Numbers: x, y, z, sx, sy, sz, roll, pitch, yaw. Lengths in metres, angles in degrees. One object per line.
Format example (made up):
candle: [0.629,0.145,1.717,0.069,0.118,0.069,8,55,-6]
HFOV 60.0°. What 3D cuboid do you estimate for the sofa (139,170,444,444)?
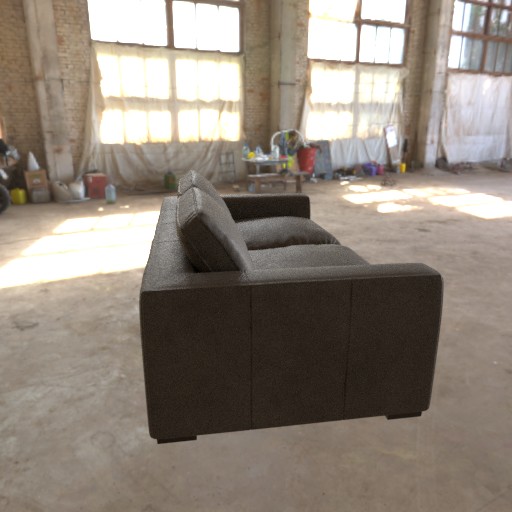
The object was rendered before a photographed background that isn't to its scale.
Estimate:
sofa: [0.000,0.000,2.394,1.070,0.800,1.920,-3,17,-9]
